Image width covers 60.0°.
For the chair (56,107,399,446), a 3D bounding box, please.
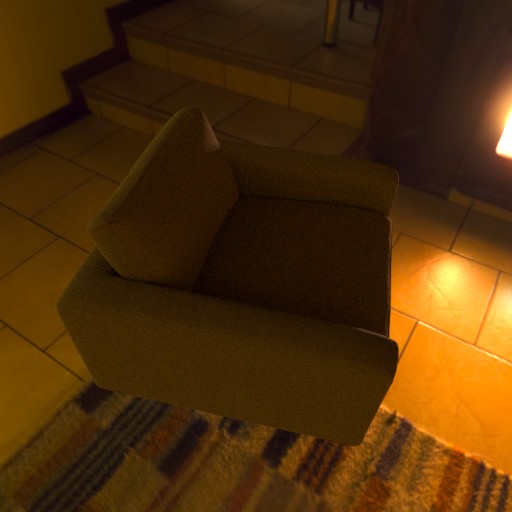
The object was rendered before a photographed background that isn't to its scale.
[{"bbox_3d":[0.000,0.000,1.820,1.100,0.847,1.070,10,47,9],"label":"chair"}]
